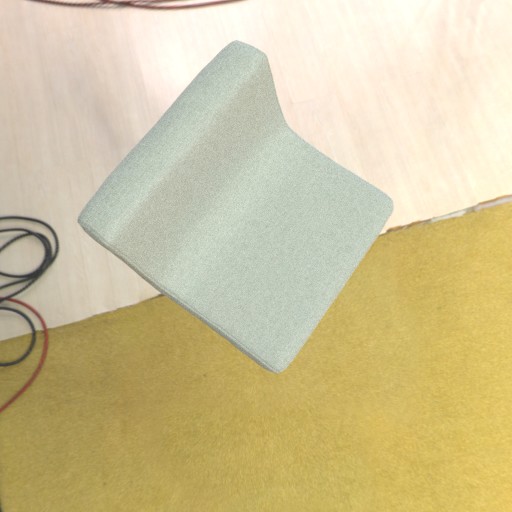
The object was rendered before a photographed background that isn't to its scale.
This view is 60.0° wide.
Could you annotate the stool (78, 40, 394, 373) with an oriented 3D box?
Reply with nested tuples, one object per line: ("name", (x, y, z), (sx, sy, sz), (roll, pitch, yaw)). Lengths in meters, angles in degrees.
("stool", (0.000, 0.000, 1.322), (0.500, 1.037, 0.511), (35, 78, 8))
